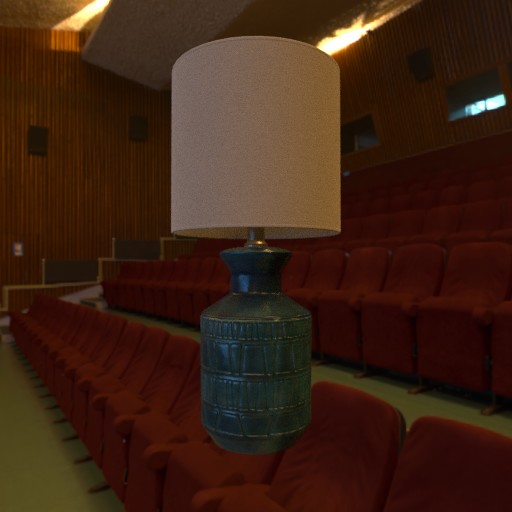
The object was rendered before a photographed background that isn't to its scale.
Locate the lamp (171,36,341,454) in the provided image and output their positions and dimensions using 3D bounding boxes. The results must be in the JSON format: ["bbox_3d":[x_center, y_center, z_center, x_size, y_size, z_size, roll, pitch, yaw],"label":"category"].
[{"bbox_3d":[0.000,0.000,0.562,0.211,0.455,0.211,1,-1,-34],"label":"lamp"}]
